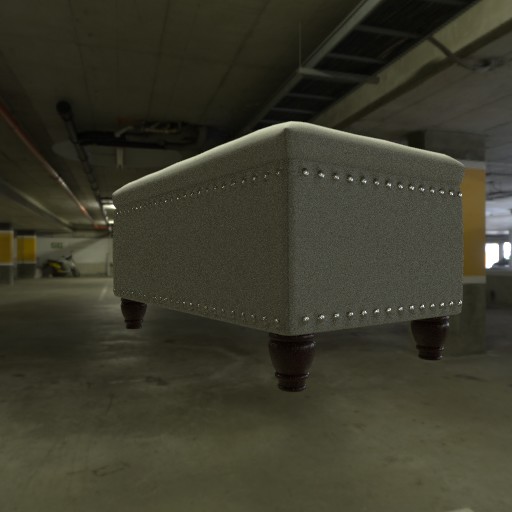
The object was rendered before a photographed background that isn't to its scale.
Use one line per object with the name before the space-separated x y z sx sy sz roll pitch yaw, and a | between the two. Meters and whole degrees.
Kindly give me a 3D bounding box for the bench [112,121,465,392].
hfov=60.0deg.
bench | 0.000 0.000 1.179 0.500 0.449 0.887 0 0 -35
